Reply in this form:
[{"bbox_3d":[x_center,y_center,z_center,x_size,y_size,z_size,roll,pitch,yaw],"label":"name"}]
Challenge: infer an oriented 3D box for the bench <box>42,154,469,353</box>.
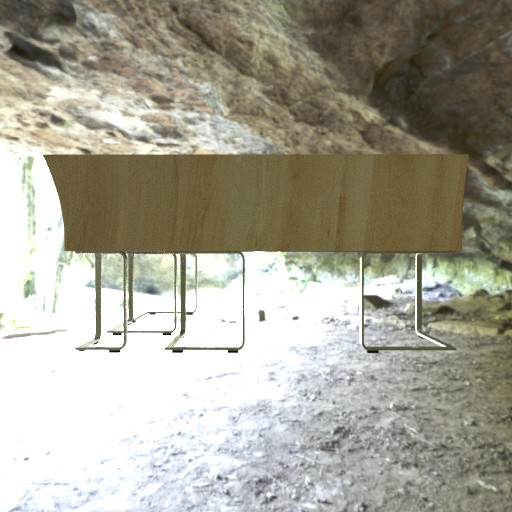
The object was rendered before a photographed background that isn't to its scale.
[{"bbox_3d":[0.000,0.000,2.767,1.945,0.930,1.495,0,0,0],"label":"bench"}]
